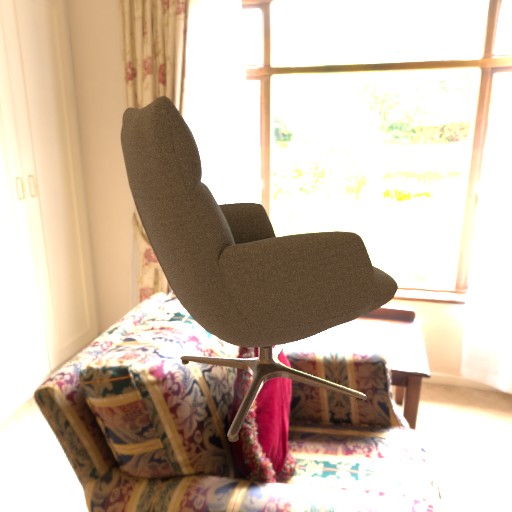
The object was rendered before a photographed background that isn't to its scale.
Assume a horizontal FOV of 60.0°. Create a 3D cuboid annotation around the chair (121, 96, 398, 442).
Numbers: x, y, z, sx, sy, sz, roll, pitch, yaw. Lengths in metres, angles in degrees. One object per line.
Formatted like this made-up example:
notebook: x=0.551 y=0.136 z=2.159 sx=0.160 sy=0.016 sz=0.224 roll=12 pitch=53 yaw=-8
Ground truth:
chair: x=0.000 y=0.000 z=1.533 sx=0.831 sy=0.984 sz=0.702 roll=-7 pitch=17 yaw=-24
